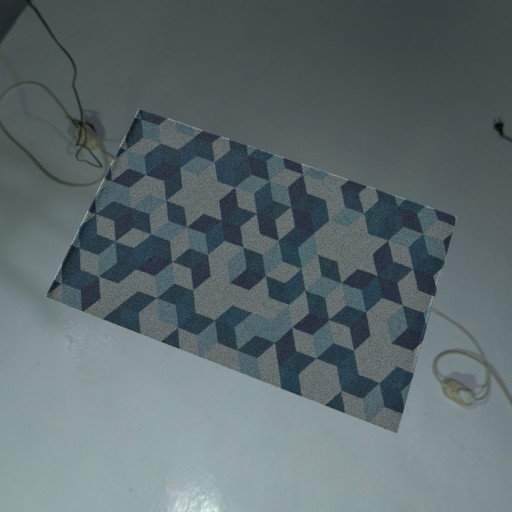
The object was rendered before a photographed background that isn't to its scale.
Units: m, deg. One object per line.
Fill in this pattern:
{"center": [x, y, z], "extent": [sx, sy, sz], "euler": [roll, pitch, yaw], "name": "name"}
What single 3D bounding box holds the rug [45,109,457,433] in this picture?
{"center": [0.000, 0.000, 3.032], "extent": [2.438, 0.015, 1.518], "euler": [20, 76, 5], "name": "rug"}
